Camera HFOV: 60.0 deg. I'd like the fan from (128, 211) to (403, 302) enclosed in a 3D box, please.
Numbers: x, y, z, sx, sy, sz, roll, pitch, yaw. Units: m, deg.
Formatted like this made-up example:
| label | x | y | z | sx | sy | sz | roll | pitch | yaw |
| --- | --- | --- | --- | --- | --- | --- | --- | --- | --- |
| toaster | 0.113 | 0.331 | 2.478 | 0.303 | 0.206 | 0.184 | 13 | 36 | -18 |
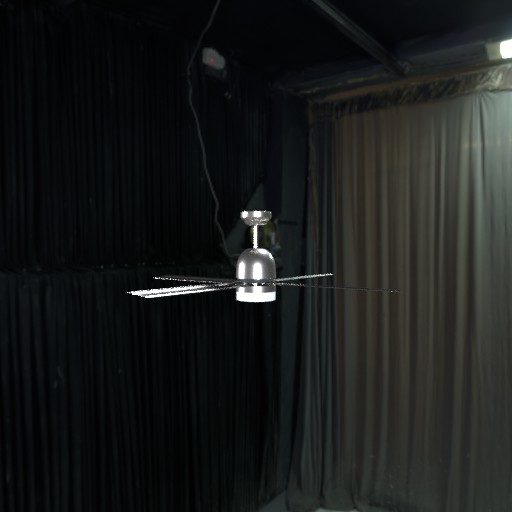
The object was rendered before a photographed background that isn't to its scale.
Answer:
| label | x | y | z | sx | sy | sz | roll | pitch | yaw |
| --- | --- | --- | --- | --- | --- | --- | --- | --- | --- |
| fan | 0.000 | 0.000 | 2.074 | 1.346 | 0.406 | 1.346 | 1 | 2 | 36 |
